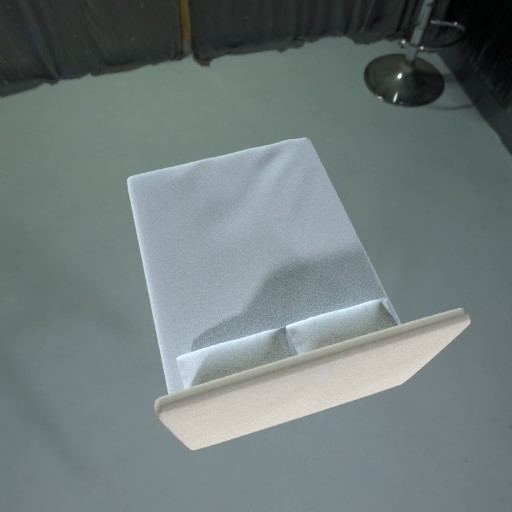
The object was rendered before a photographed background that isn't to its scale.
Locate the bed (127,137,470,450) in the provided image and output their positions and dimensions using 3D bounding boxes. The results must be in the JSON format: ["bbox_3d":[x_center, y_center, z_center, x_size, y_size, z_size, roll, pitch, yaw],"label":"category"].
[{"bbox_3d":[0.000,0.000,3.210,1.723,1.330,2.142,-15,61,-8],"label":"bed"}]
